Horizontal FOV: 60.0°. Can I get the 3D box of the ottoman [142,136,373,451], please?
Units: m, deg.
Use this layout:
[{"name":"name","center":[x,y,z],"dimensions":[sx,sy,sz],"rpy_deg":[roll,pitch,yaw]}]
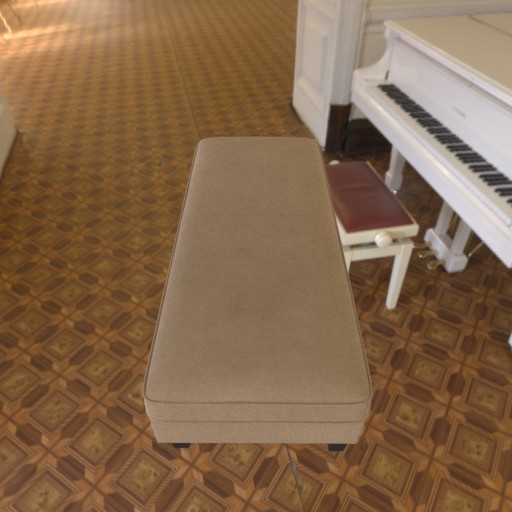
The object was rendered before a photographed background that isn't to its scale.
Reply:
[{"name":"ottoman","center":[0.000,0.000,2.055],"dimensions":[0.735,0.460,1.726],"rpy_deg":[0,41,0]}]
